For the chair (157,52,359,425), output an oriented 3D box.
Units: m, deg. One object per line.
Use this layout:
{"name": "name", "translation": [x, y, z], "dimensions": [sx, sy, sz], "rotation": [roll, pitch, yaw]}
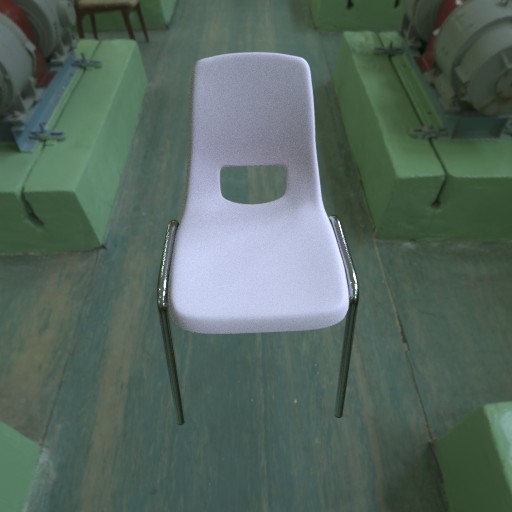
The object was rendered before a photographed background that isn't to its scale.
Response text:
{"name": "chair", "translation": [0.000, 0.000, 0.914], "dimensions": [0.381, 0.653, 0.436], "rotation": [-2, 48, -2]}
